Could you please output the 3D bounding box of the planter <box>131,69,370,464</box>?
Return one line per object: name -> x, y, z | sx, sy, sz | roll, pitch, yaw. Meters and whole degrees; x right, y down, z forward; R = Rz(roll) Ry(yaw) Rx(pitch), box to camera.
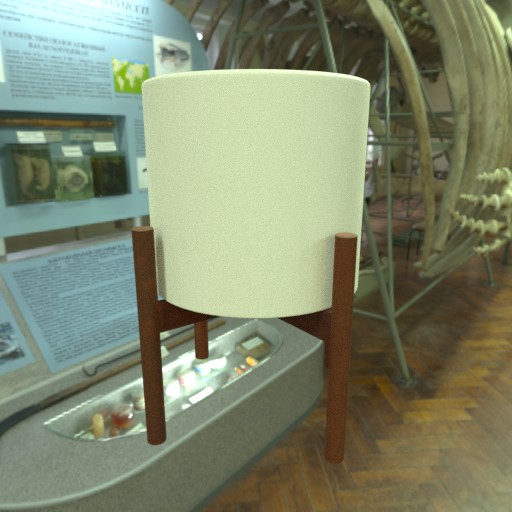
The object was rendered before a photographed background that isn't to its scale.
planter -> 0.000, 0.000, 0.493 | 0.224, 0.358, 0.224 | 2, 15, 8
